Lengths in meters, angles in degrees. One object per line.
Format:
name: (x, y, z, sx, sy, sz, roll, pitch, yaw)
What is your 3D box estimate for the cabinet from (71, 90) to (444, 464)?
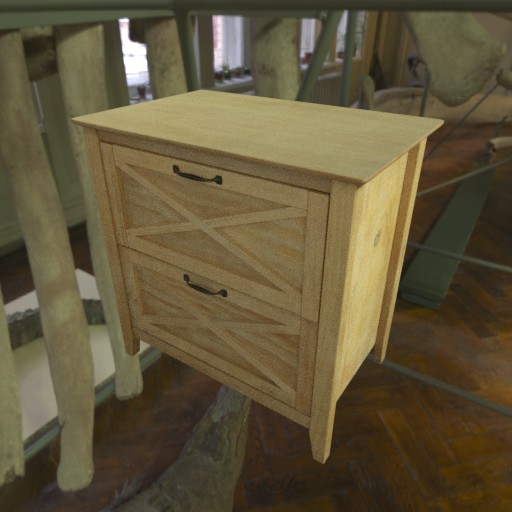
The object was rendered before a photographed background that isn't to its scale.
cabinet: (0.000, 0.000, 1.261, 0.763, 0.762, 0.503, 19, 35, 29)
